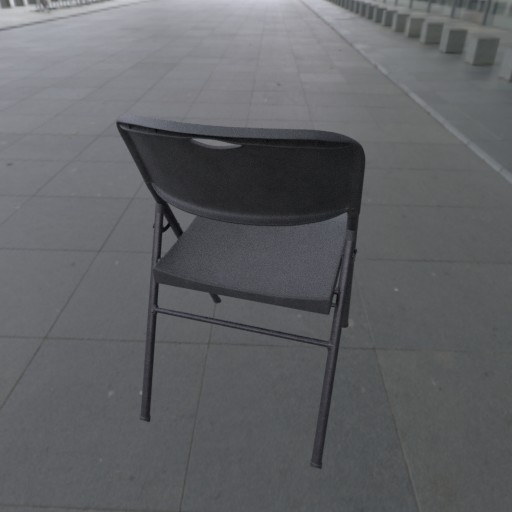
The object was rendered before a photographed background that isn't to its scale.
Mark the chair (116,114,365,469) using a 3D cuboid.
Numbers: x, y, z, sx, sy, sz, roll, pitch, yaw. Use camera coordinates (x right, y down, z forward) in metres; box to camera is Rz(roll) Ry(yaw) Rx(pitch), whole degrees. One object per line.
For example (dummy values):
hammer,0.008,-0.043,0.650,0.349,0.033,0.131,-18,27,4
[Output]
chair,0.000,0.000,1.129,0.494,0.810,0.567,9,33,14
